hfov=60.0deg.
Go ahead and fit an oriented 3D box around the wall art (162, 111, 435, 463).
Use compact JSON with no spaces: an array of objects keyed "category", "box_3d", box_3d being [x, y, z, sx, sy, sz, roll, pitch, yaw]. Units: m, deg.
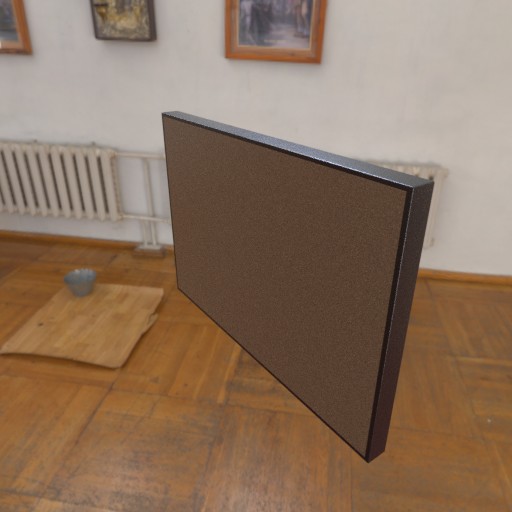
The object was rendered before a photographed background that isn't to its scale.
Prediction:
[{"category":"wall art","box_3d":[0.000,0.000,1.203,0.058,0.640,0.939,-18,31,-31]}]
